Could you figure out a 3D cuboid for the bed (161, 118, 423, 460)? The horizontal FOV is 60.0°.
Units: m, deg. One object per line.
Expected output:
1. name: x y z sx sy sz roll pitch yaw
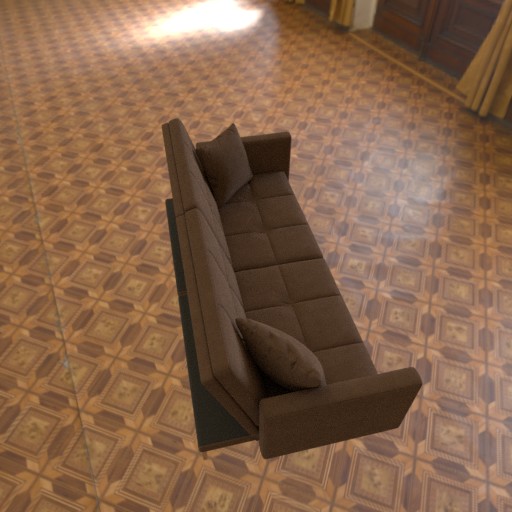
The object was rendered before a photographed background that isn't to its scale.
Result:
1. bed: 0.000 0.000 2.369 0.889 0.787 1.905 -9 47 -9
